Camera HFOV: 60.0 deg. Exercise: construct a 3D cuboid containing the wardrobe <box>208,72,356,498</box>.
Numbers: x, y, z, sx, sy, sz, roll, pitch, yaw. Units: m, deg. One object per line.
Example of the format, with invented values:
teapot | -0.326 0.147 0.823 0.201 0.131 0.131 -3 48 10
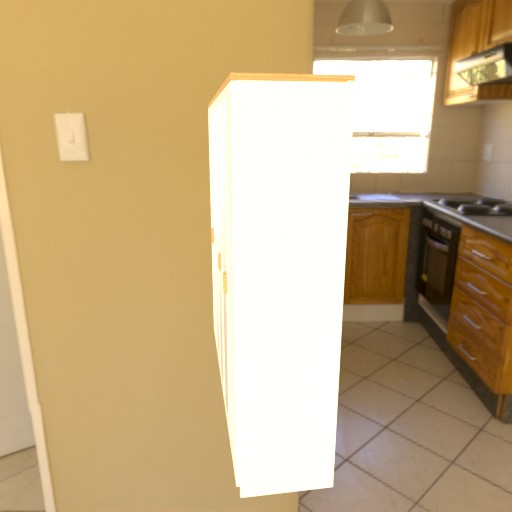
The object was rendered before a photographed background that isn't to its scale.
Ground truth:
wardrobe | 0.000 0.000 3.299 0.590 2.260 2.160 -2 15 -8
